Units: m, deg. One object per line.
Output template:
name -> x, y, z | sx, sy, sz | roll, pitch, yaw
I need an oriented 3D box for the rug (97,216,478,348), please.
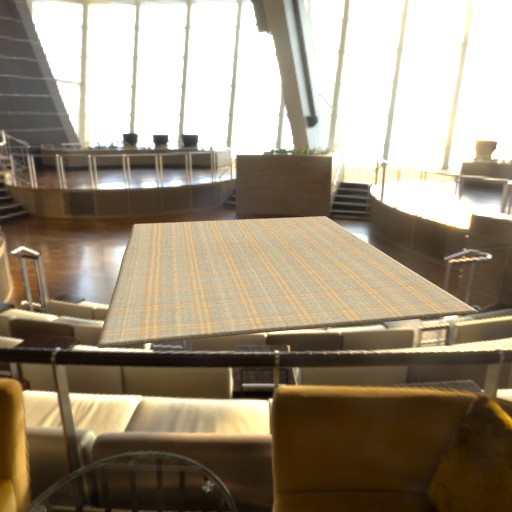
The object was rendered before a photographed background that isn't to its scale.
rug -> 0.000, 0.000, 4.187 | 2.462, 0.030, 3.066 | -3, 18, -11
